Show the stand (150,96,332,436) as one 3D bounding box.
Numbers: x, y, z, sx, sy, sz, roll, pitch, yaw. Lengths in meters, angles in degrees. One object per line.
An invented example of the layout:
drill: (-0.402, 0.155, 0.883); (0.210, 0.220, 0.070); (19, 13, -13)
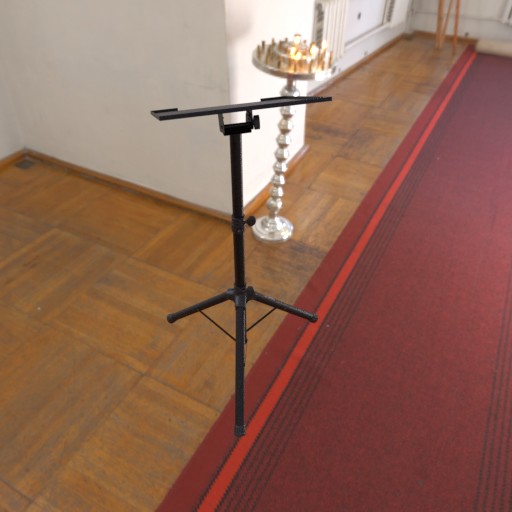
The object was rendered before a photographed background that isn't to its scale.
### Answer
stand: (0.000, 0.000, 1.605); (0.702, 1.198, 0.702); (-11, 41, -13)
